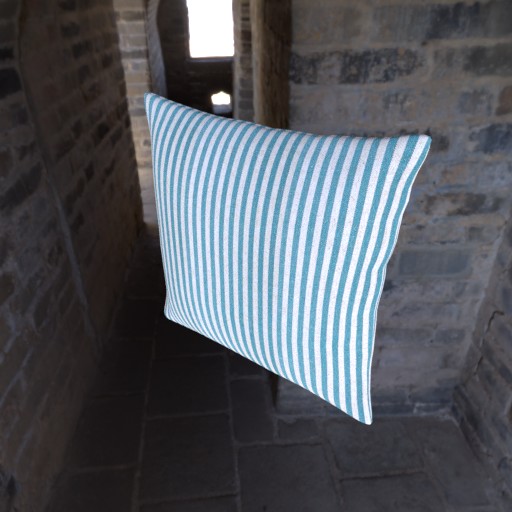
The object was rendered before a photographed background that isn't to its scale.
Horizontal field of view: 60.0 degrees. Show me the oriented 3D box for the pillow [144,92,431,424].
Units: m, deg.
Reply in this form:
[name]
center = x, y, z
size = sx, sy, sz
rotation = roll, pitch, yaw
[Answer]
[pillow]
center = 0.000, 0.000, 0.797
size = 0.523, 0.510, 0.166
rotation = 20, 36, 31
